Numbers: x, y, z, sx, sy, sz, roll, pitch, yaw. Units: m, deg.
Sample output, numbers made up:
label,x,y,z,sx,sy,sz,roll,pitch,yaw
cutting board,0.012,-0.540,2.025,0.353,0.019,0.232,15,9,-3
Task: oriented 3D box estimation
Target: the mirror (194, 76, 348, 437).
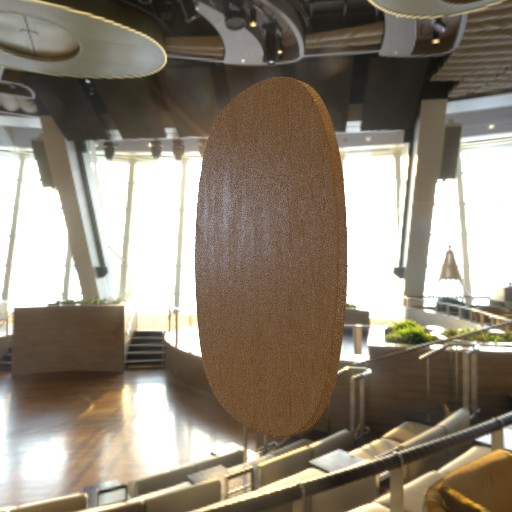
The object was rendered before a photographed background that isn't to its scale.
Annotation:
label,x,y,z,sx,sy,sz,roll,pitch,yaw
mirror,0.000,0.000,1.397,0.037,1.075,0.724,1,-2,-37
